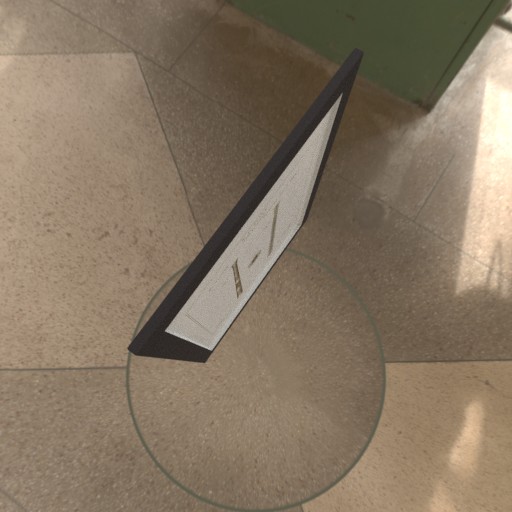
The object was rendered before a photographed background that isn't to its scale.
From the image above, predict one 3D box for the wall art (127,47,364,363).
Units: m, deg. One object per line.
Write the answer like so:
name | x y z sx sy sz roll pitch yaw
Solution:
wall art | 0.000 0.000 0.676 0.012 0.529 0.374 34 78 8
